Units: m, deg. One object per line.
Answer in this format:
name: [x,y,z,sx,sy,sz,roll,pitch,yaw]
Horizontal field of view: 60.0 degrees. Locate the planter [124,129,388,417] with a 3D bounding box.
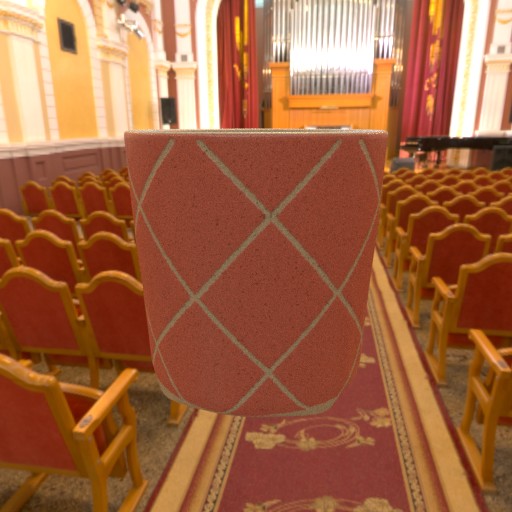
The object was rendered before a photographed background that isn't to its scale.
planter: [0.000,0.000,0.429,0.227,0.235,0.227,0,17,0]
